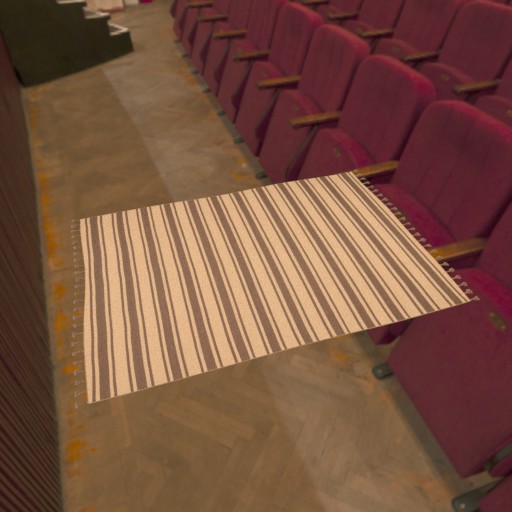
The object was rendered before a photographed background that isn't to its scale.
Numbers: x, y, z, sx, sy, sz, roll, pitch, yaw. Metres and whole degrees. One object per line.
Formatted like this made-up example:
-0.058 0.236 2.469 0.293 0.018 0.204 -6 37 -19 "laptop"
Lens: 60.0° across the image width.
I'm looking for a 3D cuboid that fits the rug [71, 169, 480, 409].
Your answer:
0.000 0.000 3.814 3.040 0.017 2.030 -12 43 -13 "rug"
